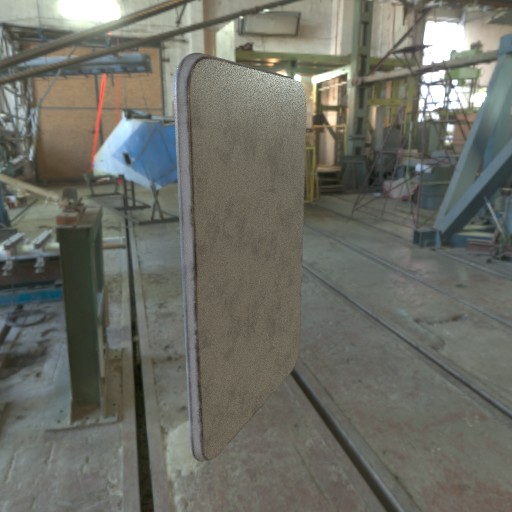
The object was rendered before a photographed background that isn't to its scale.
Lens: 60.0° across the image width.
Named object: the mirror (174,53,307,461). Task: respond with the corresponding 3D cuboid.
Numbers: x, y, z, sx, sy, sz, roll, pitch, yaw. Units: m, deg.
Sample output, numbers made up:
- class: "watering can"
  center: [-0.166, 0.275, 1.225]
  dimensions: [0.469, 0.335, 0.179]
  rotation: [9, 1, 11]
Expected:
- class: "mirror"
  center: [0.000, 0.000, 0.899]
  dimensions: [0.024, 0.713, 0.461]
  rotation: [8, 17, 27]
